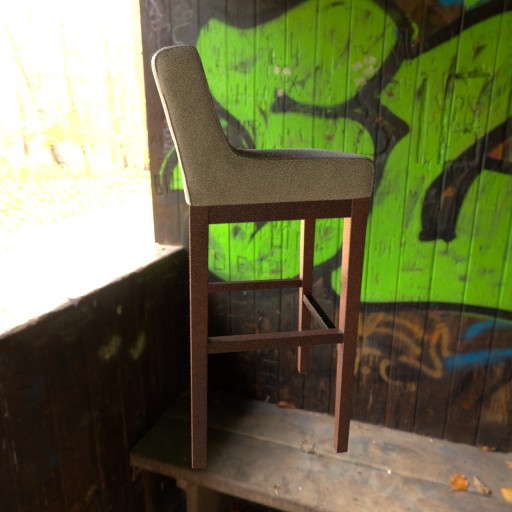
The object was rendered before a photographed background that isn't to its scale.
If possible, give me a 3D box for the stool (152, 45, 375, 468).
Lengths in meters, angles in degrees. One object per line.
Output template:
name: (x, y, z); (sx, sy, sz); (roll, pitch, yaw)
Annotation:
stool: (0.000, 0.000, 1.279); (0.500, 1.037, 0.511); (-2, 16, -8)
